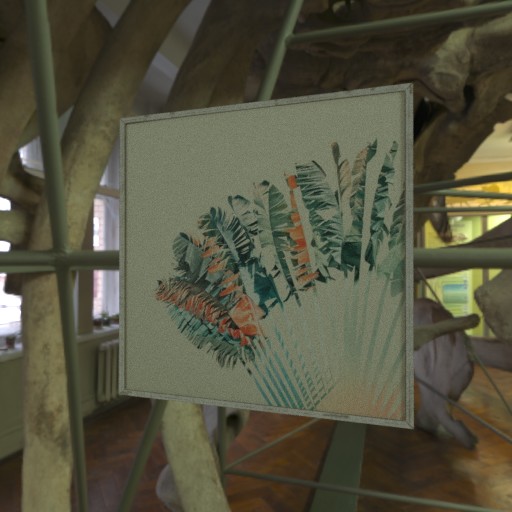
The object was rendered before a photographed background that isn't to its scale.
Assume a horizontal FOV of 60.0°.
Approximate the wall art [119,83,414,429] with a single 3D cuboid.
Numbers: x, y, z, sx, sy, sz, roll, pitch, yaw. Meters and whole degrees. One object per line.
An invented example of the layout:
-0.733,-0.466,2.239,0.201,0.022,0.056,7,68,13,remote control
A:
0.000,0.000,0.455,0.305,0.303,0.038,0,0,19,wall art
